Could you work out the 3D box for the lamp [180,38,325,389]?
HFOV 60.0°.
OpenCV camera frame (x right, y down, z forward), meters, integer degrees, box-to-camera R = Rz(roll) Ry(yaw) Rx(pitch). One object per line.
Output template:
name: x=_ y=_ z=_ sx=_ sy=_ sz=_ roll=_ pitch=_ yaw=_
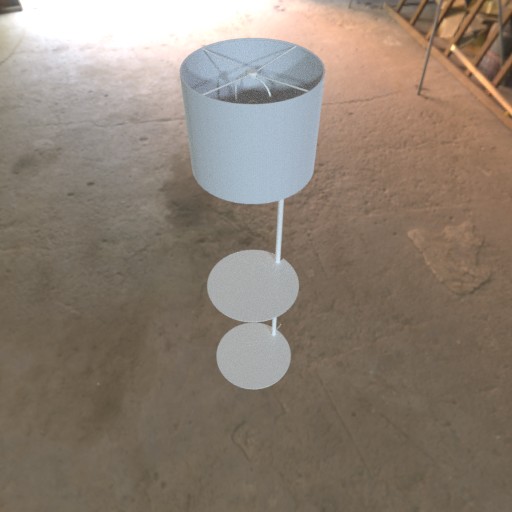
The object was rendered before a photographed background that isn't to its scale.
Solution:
lamp: x=0.000 y=0.000 z=1.687 sx=0.372 sy=1.465 sz=0.405 roll=33 pitch=56 yaw=26
